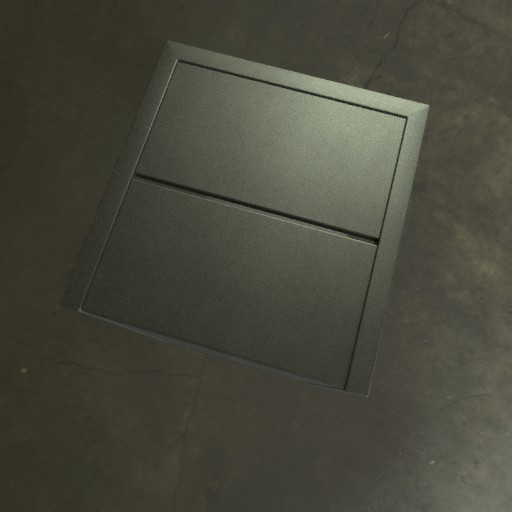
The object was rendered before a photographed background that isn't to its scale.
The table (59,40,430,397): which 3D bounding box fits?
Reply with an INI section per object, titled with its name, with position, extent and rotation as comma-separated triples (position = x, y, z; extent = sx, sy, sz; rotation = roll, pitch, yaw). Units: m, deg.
[table]
position = 0.000, 0.000, 0.897
extent = 0.405, 0.609, 0.420
rotation = 16, 76, 4
